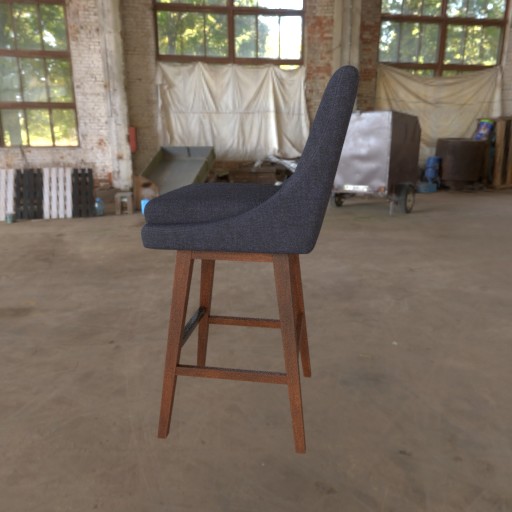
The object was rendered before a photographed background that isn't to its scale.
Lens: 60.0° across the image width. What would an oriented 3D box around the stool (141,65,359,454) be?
[{"bbox_3d":[0.000,0.000,1.411,0.572,1.068,0.489,2,16,9],"label":"stool"}]
